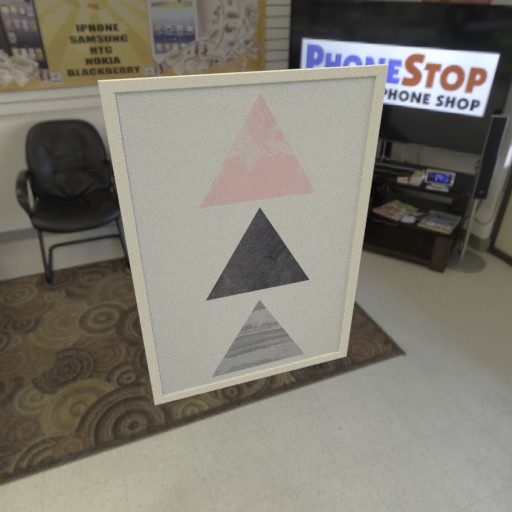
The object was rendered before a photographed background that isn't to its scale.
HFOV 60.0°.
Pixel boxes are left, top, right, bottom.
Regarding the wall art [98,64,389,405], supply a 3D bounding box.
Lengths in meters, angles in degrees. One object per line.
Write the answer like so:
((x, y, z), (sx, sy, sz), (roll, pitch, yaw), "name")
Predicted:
((0.000, 0.000, 1.210), (0.659, 0.940, 0.013), (-10, 33, -16), "wall art")
